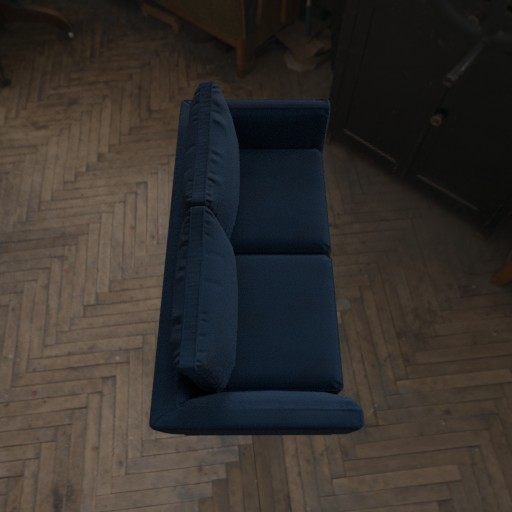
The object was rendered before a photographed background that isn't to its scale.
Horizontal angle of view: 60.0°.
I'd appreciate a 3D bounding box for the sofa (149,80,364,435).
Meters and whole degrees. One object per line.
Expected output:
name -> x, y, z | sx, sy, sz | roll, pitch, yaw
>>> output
sofa -> 0.000, 0.000, 2.346 | 0.853, 1.002, 1.770 | 0, 63, 0
